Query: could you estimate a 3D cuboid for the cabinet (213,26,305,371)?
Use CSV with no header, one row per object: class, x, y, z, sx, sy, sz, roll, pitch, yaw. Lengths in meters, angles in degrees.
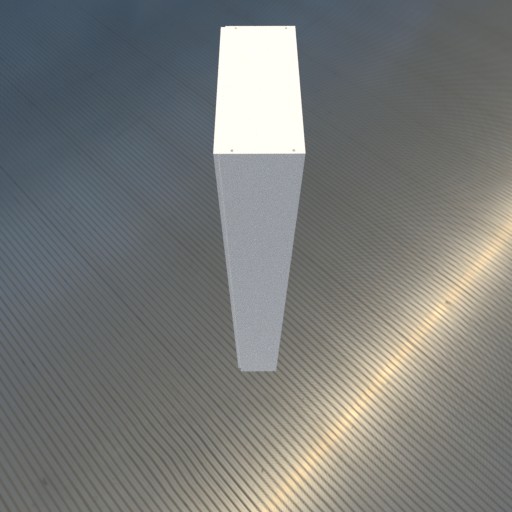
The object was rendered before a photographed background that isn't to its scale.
cabinet,0.000,0.000,1.936,0.230,1.790,0.500,0,59,0
